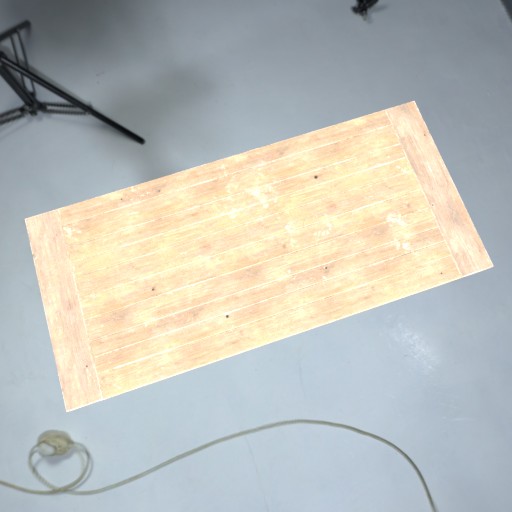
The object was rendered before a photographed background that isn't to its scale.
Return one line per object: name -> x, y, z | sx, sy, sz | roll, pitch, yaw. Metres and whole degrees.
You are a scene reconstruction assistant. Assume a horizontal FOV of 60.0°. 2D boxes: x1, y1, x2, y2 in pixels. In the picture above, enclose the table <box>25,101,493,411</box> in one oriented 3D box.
table -> 0.000, 0.000, 2.084 | 1.800, 0.465, 0.820 | -18, 76, -5
